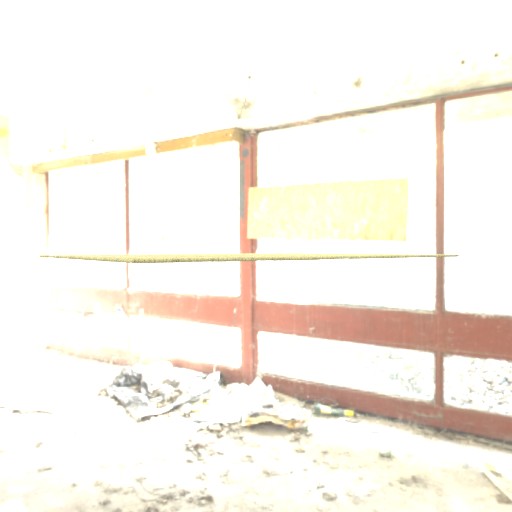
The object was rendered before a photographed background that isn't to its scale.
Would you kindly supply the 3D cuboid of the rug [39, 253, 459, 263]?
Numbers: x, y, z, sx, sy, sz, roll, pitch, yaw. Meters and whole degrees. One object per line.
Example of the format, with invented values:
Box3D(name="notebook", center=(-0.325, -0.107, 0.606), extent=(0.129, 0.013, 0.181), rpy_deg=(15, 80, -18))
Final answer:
Box3D(name="rug", center=(0.000, 0.000, 2.858), extent=(2.263, 0.017, 1.523), rpy_deg=(-1, 1, -38))
